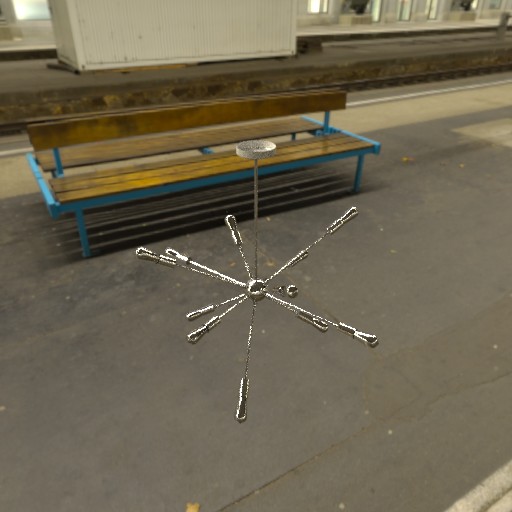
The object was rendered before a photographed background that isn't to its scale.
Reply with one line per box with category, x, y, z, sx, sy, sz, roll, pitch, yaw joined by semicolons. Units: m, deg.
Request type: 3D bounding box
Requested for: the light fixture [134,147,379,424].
light fixture;0.000;0.000;1.109;0.684;0.558;0.509;21;37;31
